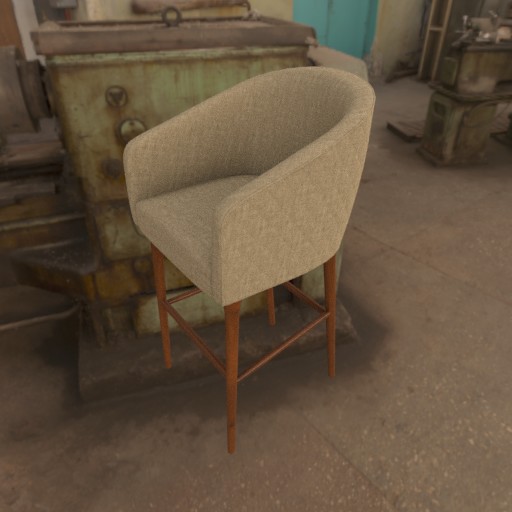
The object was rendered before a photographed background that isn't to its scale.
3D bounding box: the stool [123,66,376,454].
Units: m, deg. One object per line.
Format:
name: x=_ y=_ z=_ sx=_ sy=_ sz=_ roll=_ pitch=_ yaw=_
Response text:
stool: x=0.000 y=0.000 z=1.441 sx=0.607 sy=1.078 sz=0.559 roll=-21 pitch=38 yaw=-30
